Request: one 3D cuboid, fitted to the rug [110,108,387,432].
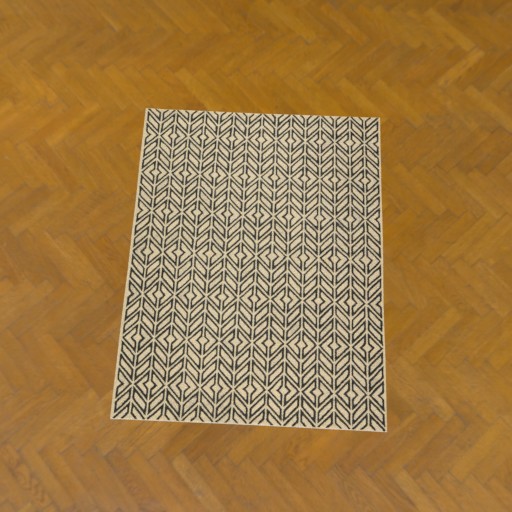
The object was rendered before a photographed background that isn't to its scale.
[{"bbox_3d":[0.000,0.000,4.225,2.421,0.008,3.045,3,77,1],"label":"rug"}]
